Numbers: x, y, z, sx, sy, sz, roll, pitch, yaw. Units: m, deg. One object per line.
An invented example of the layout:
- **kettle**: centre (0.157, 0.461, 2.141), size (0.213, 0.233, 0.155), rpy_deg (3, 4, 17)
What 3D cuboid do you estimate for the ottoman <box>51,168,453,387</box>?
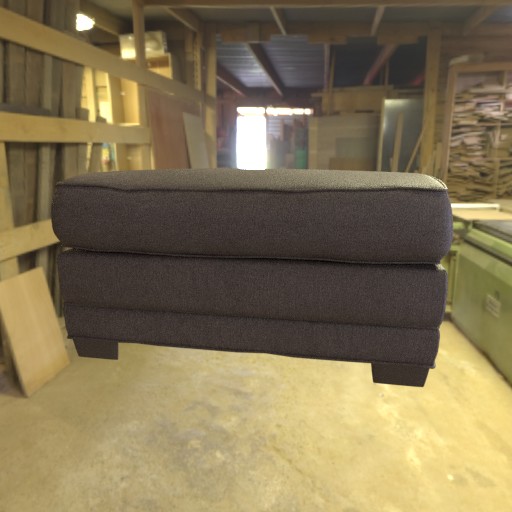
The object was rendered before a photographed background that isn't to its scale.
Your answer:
- **ottoman**: centre (0.000, 0.000, 1.157), size (0.864, 0.448, 0.490), rpy_deg (2, 13, 10)
